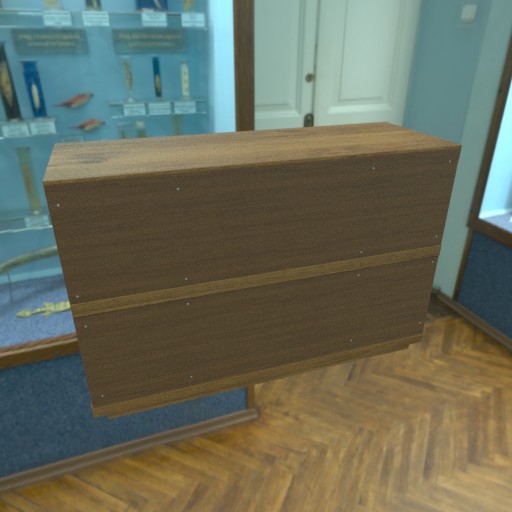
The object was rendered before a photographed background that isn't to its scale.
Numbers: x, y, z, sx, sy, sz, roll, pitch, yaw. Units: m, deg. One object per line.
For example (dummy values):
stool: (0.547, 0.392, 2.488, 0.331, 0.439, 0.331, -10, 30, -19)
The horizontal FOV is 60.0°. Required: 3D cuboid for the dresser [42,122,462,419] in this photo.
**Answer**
dresser: (0.000, 0.000, 1.640, 1.261, 0.825, 0.479, -9, 28, -16)
